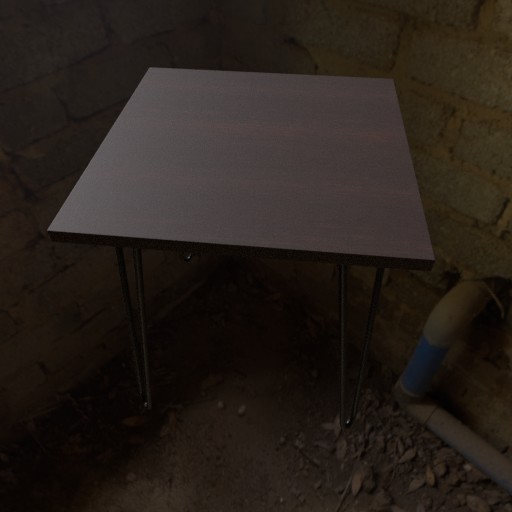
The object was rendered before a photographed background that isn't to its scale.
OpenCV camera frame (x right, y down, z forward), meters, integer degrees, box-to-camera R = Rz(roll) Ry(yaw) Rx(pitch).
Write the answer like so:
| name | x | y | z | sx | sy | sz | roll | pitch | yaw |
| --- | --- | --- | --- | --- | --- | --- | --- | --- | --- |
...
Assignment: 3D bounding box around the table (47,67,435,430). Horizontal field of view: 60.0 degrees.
| name | x | y | z | sx | sy | sz | roll | pitch | yaw |
| --- | --- | --- | --- | --- | --- | --- | --- | --- | --- |
| table | 0.000 | 0.000 | 0.932 | 0.495 | 0.559 | 0.495 | 4 | 47 | 4 |
